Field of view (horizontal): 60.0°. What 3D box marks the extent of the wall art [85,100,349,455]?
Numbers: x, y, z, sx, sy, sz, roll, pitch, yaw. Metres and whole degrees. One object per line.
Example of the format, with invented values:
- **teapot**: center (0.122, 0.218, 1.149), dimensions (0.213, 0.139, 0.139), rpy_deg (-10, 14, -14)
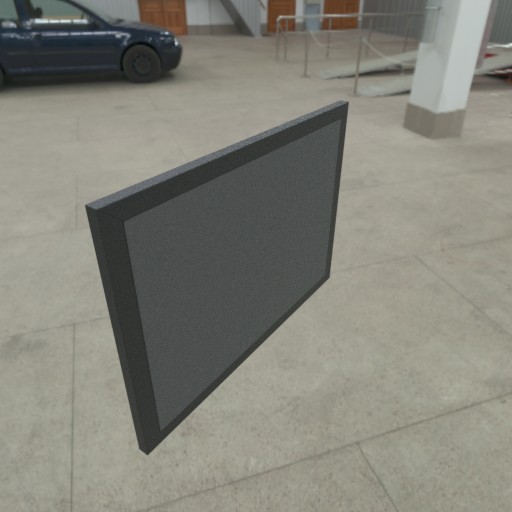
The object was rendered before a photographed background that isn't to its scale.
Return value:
- **wall art**: center (0.000, 0.000, 0.569), dimensions (0.016, 0.306, 0.432), rpy_deg (21, 38, 30)
